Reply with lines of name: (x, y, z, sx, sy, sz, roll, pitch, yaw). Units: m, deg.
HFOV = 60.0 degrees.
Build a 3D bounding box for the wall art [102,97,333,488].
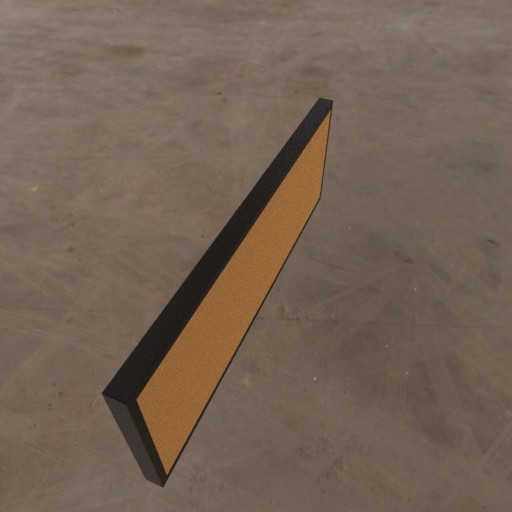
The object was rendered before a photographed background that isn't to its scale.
wall art: (0.000, 0.000, 0.922, 0.037, 0.303, 0.860, 17, 48, 16)
